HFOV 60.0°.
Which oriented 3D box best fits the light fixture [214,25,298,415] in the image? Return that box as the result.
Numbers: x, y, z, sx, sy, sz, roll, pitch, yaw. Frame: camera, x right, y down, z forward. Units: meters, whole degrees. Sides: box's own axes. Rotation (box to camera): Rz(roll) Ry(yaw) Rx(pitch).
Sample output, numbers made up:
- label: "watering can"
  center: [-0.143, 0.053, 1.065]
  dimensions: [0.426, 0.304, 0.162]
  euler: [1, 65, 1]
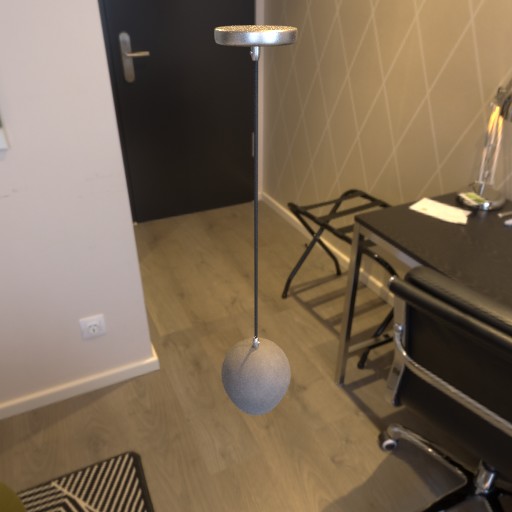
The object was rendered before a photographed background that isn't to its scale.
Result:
- label: "light fixture"
  center: [0.000, 0.000, 0.830]
  dimensions: [0.153, 0.760, 0.153]
  euler: [19, 36, 29]
